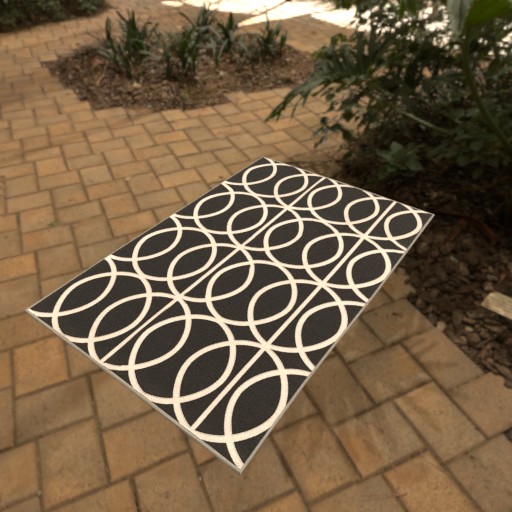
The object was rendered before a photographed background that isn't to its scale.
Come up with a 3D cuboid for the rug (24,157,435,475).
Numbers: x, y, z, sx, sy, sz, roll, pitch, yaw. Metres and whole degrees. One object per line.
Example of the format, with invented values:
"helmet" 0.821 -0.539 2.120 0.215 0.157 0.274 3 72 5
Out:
"rug" 0.000 0.000 2.826 1.528 0.014 2.294 25 46 27
